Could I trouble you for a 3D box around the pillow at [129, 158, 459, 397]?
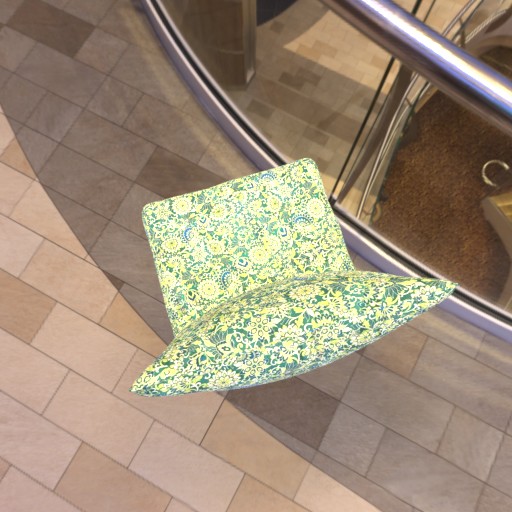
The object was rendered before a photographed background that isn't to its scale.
[{"bbox_3d":[0.000,0.000,1.372,0.798,0.722,0.740,-17,77,-4],"label":"pillow"}]
